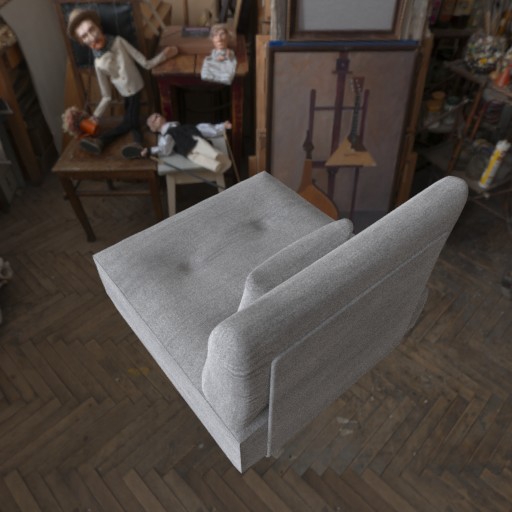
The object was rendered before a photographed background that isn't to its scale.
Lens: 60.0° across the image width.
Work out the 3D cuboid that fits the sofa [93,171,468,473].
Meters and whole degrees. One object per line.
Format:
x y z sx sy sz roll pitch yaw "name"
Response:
0.000 0.000 1.686 0.930 0.820 1.000 -31 54 -26 "sofa"
